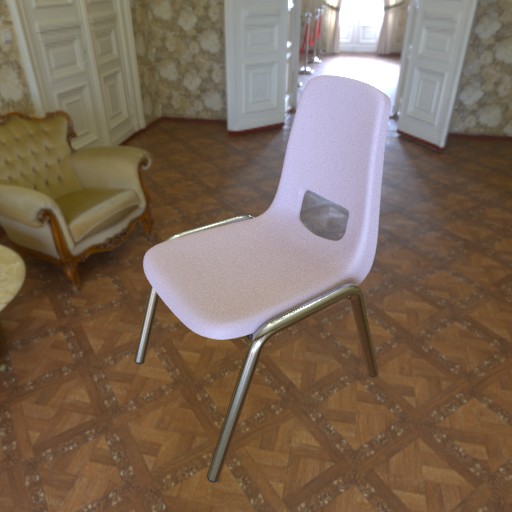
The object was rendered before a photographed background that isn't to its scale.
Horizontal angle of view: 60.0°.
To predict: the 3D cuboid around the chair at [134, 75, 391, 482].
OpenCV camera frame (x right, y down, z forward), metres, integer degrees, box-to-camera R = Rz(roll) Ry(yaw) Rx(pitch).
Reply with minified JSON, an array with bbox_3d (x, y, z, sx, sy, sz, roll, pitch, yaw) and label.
[{"bbox_3d":[0.000,0.000,0.819,0.423,0.586,0.354,-19,36,-29],"label":"chair"}]
